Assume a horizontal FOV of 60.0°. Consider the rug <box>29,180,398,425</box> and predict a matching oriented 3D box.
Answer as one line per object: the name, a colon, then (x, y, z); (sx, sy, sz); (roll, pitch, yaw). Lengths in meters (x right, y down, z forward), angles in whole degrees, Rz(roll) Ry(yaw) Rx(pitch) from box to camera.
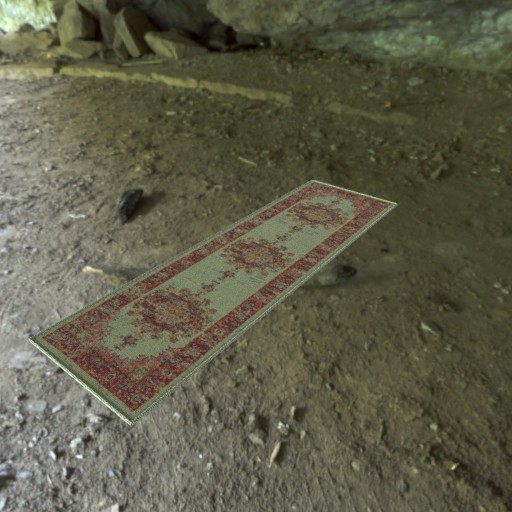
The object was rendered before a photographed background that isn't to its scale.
rug: (0.000, 0.000, 1.982); (0.562, 0.009, 1.824); (23, 39, 32)
